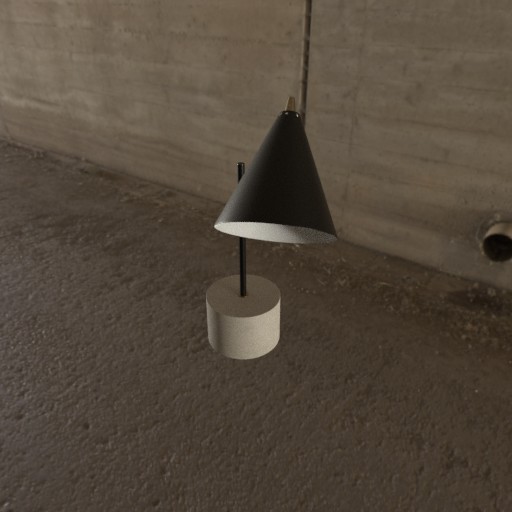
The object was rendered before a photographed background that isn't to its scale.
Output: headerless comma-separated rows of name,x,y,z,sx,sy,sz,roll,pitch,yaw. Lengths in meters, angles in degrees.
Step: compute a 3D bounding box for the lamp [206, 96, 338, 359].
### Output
lamp,0.000,0.000,0.729,0.214,0.518,0.403,1,31,2
